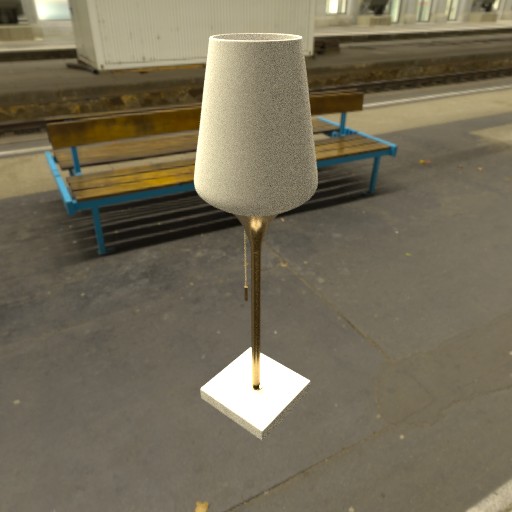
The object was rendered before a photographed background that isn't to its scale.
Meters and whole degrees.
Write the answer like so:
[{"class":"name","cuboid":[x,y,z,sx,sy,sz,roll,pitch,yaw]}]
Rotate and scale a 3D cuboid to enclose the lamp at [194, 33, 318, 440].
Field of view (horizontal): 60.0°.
[{"class":"lamp","cuboid":[0.000,0.000,0.718,0.181,0.639,0.181,23,37,33]}]
